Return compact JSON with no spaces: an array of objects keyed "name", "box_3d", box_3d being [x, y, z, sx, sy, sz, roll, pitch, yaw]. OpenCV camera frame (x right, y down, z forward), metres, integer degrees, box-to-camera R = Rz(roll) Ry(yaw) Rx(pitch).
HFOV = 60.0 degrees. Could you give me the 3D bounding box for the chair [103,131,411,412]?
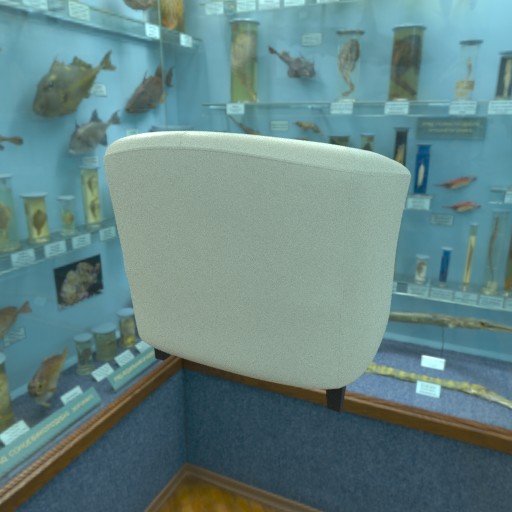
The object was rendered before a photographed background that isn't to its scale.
[{"name":"chair","box_3d":[0.000,0.000,1.371,0.792,0.756,0.727,8,19,26]}]
